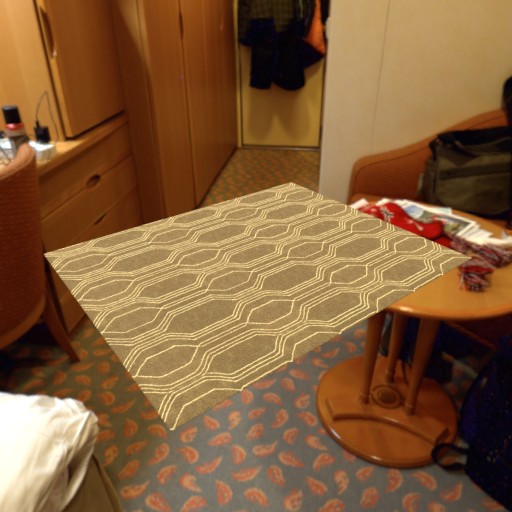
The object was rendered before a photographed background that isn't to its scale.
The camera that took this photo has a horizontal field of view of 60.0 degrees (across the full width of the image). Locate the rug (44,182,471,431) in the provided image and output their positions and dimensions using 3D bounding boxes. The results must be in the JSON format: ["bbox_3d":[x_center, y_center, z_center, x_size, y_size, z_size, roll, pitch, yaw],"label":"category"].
[{"bbox_3d":[0.000,0.000,4.062,3.062,0.012,2.457,-21,36,-32],"label":"rug"}]
